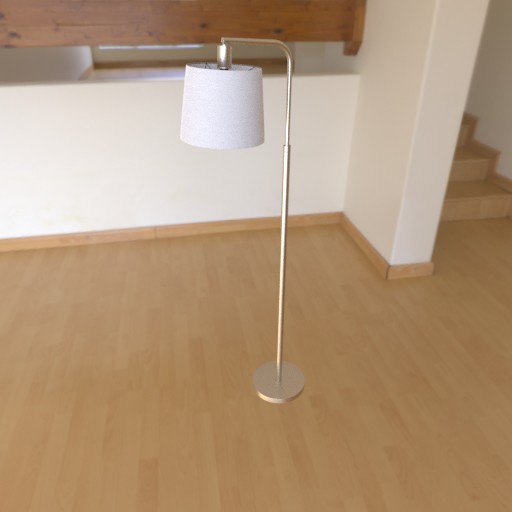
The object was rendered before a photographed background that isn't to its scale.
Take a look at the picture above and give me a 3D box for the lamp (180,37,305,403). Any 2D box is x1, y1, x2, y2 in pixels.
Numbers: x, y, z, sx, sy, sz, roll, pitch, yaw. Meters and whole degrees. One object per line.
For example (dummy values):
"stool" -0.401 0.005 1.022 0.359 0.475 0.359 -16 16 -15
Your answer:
"lamp" 0.000 0.000 1.656 0.508 1.478 0.254 -20 35 -30
